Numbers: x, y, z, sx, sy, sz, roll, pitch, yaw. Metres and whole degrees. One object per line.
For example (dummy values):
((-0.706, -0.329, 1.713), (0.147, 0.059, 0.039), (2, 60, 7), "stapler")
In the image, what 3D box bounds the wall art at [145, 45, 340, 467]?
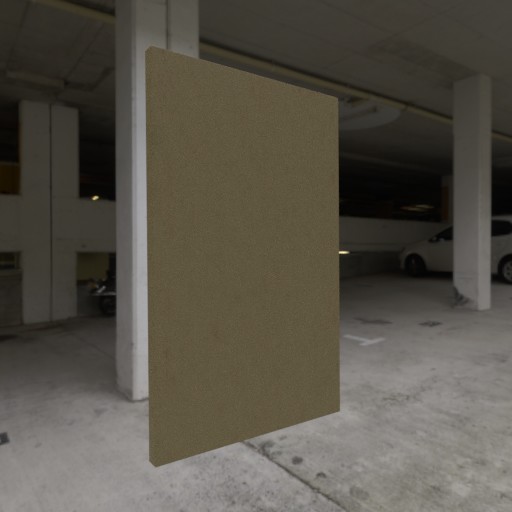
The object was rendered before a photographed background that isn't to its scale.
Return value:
((0.000, 0.000, 1.010), (0.510, 0.810, 0.039), (-1, 1, -36), "wall art")
